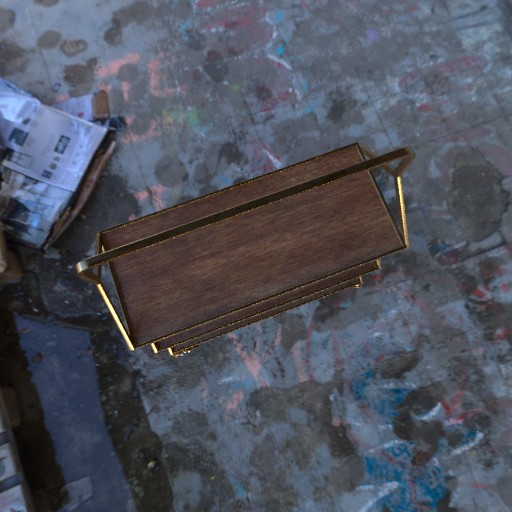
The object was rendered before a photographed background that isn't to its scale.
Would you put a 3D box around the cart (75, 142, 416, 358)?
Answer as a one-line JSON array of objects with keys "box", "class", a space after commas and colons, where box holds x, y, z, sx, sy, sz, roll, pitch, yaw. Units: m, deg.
[{"box": [0.000, 0.000, 1.213, 0.723, 0.805, 0.313, -20, 77, -5], "class": "cart"}]
